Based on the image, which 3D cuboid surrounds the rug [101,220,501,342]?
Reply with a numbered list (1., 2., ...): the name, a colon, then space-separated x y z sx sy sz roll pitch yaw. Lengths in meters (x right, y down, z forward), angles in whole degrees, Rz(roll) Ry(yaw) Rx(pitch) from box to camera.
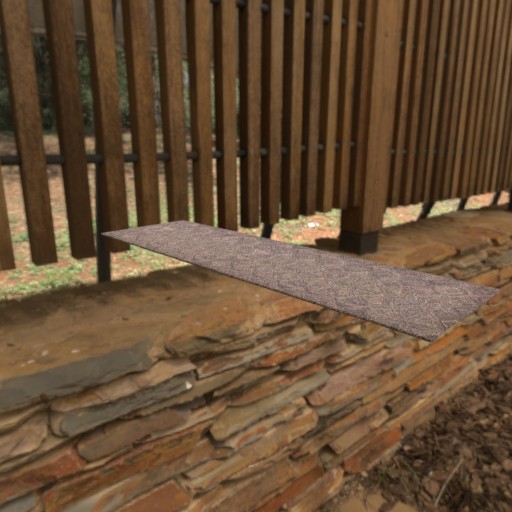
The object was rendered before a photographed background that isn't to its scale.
1. rug: 0.000 0.000 2.445 0.691 0.011 2.296 -15 21 -43
